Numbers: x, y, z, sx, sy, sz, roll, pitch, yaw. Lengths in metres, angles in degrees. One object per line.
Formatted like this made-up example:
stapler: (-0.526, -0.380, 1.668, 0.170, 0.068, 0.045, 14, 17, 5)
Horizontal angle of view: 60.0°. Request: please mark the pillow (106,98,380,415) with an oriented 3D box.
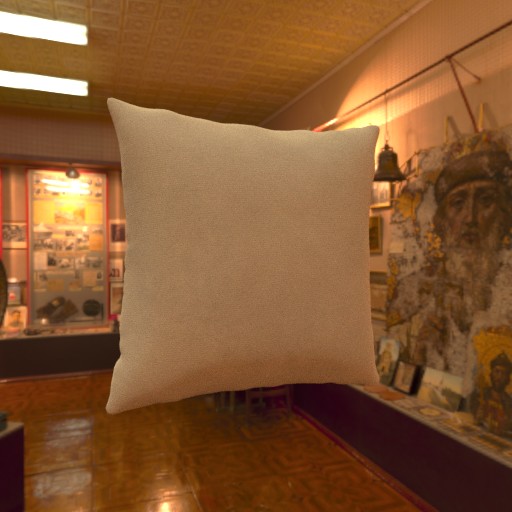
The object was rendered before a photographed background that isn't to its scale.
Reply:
pillow: (0.000, 0.000, 0.673, 0.433, 0.434, 0.196, 0, 0, -19)
